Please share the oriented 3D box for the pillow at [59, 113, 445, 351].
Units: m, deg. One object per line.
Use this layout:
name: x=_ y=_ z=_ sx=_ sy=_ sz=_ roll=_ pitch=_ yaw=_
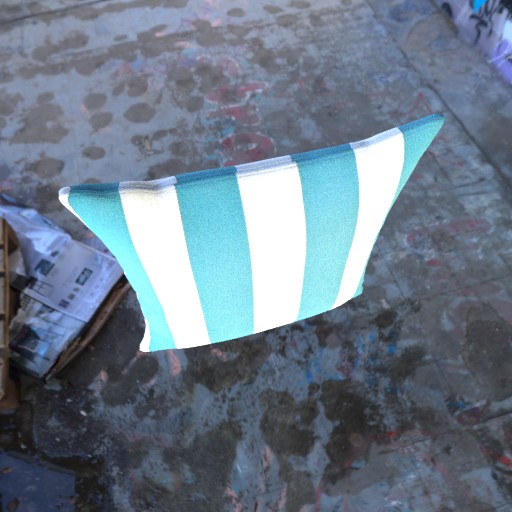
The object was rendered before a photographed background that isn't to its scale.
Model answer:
pillow: x=0.000 y=0.000 z=0.797 sx=0.536 sy=0.526 sz=0.189 roll=-14 pitch=59 yaw=-9
